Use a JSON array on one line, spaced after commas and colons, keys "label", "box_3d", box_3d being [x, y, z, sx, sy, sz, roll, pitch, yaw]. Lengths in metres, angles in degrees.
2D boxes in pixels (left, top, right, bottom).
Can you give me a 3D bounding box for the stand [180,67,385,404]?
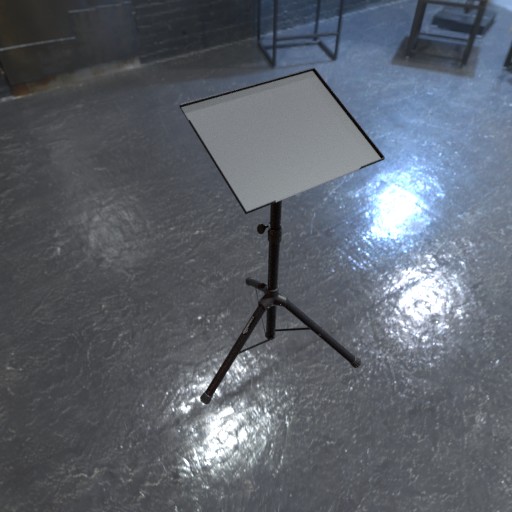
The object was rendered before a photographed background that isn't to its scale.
[{"label": "stand", "box_3d": [0.000, 0.000, 1.648, 0.702, 1.198, 0.702, -24, 51, -21]}]
